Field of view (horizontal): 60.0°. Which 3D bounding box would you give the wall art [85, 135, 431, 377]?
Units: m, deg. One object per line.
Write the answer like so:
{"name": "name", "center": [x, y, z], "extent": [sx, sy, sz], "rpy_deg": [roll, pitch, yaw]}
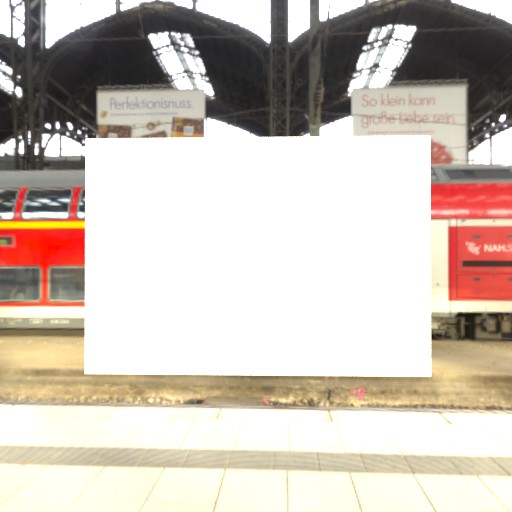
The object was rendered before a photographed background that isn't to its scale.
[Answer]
{"name": "wall art", "center": [0.000, 0.000, 1.702], "extent": [1.308, 0.902, 0.051], "rpy_deg": [0, -1, 2]}
